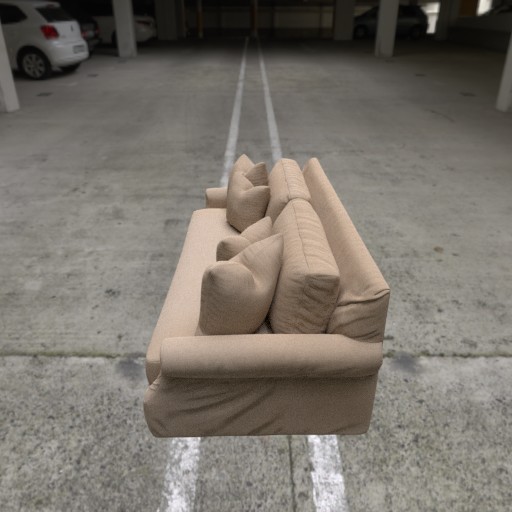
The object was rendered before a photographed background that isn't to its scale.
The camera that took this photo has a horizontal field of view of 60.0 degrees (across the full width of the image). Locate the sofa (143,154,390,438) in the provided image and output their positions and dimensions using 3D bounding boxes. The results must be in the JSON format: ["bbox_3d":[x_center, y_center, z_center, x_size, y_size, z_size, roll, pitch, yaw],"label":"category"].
[{"bbox_3d":[0.000,0.000,2.849,1.067,0.904,2.285,0,26,-1],"label":"sofa"}]
